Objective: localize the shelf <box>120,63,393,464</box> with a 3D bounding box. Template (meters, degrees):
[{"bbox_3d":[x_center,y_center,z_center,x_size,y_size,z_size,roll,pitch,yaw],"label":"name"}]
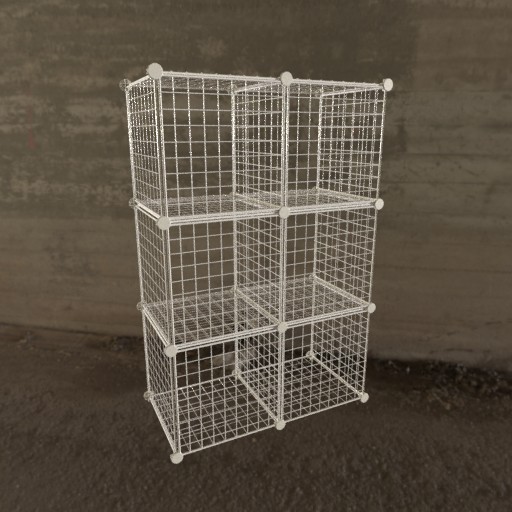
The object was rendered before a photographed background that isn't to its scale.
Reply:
[{"bbox_3d":[0.000,0.000,1.429,0.711,1.067,0.356,-8,17,-25],"label":"shelf"}]
